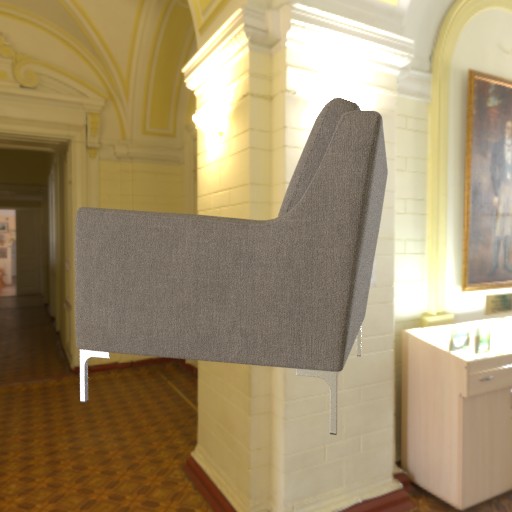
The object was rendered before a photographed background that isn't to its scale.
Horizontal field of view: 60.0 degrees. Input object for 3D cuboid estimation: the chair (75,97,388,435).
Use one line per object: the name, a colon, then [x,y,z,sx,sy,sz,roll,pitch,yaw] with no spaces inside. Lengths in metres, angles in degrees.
chair: [0.000,0.000,1.519,0.849,0.828,0.847,0,2,17]
